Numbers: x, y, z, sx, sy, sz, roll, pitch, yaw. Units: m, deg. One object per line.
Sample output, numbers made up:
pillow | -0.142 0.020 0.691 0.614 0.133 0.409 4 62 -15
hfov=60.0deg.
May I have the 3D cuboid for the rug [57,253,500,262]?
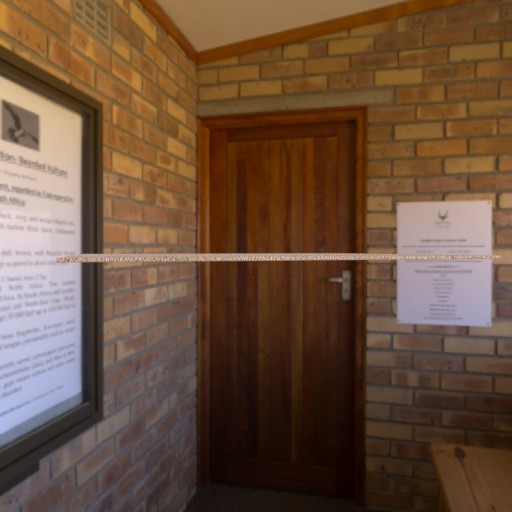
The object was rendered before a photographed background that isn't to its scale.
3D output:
rug | 0.000 0.000 3.931 3.000 0.025 2.400 0 1 -18
